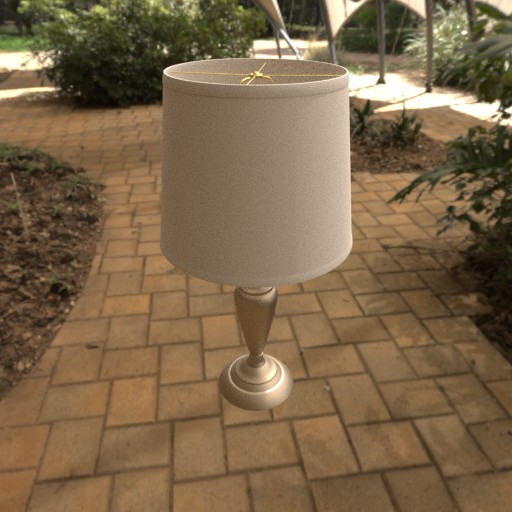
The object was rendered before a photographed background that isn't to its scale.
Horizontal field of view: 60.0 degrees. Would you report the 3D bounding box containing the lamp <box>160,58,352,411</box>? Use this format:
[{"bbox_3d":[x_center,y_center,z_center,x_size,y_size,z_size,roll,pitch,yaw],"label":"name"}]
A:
[{"bbox_3d":[0.000,0.000,0.790,0.328,0.619,0.328,0,30,0],"label":"lamp"}]
